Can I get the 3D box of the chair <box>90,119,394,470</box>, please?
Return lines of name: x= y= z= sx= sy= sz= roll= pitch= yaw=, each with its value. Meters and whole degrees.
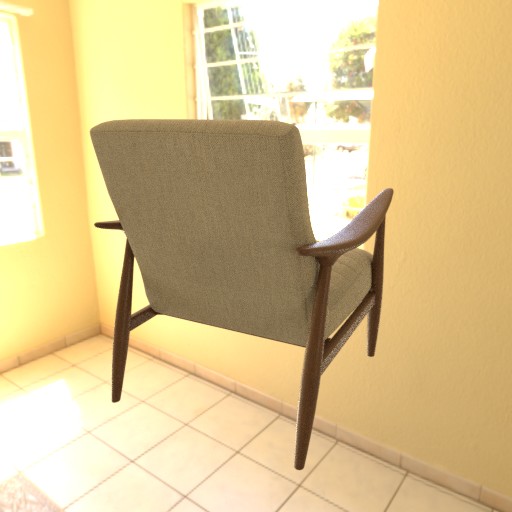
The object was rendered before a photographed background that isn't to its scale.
chair: x=0.000 y=0.000 z=1.428 sx=0.741 sy=0.832 sz=0.798 roll=8 pitch=18 yaw=26
